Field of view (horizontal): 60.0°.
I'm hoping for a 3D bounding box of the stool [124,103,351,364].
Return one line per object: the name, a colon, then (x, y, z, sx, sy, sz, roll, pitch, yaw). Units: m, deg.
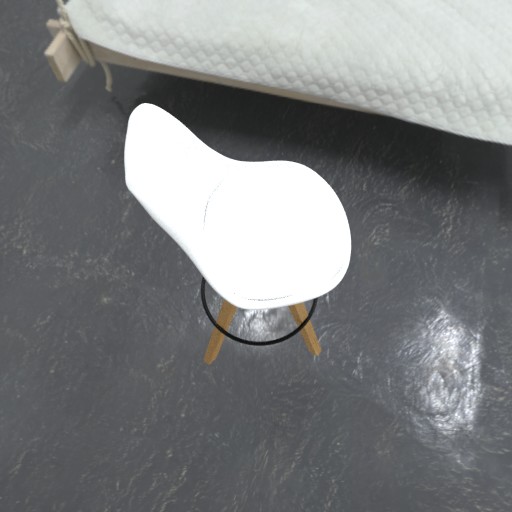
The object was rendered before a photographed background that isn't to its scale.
stool: (0.000, 0.000, 1.422, 0.549, 1.115, 0.482, -4, 64, -2)
